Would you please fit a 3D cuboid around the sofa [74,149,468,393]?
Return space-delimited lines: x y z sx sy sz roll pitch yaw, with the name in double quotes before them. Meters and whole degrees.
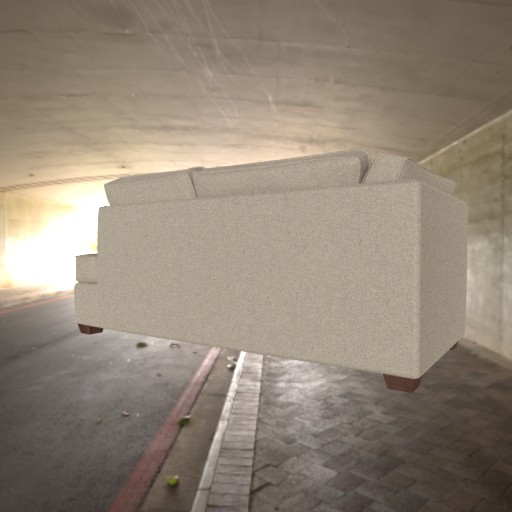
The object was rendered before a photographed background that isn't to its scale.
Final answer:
"sofa" 0.000 0.000 2.742 2.237 1.033 1.110 1 1 35
